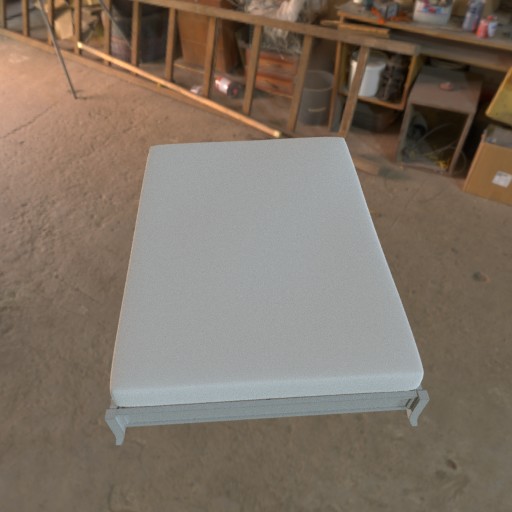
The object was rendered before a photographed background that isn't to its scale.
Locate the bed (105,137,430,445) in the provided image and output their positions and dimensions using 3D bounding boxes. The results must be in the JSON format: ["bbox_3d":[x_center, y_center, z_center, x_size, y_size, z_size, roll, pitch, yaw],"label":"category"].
[{"bbox_3d":[0.000,0.000,2.863,1.604,0.510,2.108,-3,48,-2],"label":"bed"}]
